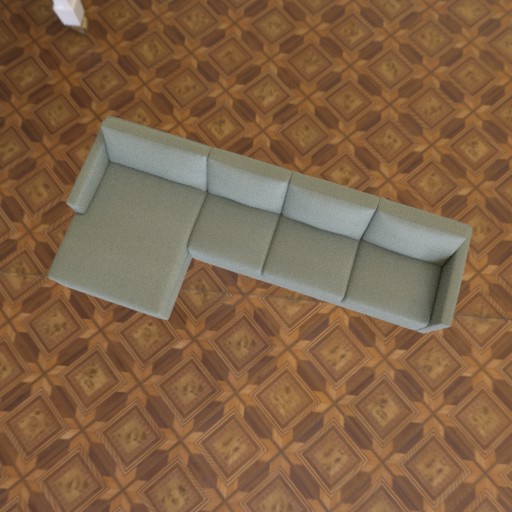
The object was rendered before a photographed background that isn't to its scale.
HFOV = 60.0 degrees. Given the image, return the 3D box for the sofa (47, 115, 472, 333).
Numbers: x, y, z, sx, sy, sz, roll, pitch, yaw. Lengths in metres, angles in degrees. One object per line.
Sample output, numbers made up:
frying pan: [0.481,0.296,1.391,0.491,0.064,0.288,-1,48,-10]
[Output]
sofa: [0.000,0.000,4.042,3.470,0.953,1.600,18,76,5]
